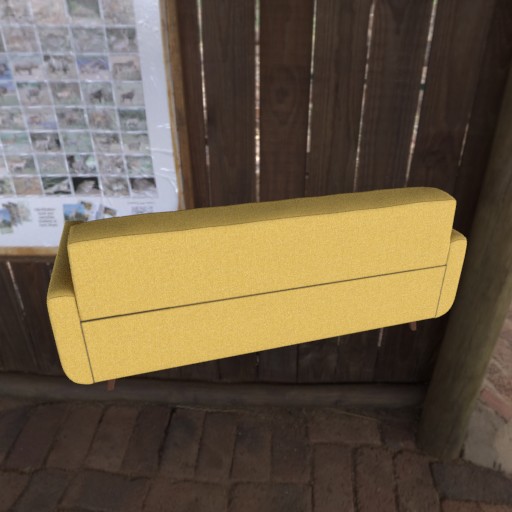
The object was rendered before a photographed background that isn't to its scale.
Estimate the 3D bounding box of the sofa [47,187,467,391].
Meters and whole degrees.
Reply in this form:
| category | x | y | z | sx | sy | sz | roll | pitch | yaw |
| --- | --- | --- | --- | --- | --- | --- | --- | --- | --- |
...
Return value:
| category | x | y | z | sx | sy | sz | roll | pitch | yaw |
| --- | --- | --- | --- | --- | --- | --- | --- | --- | --- |
| sofa | 0.000 | 0.000 | 2.483 | 2.029 | 0.841 | 0.909 | -8 | 28 | -15 |
